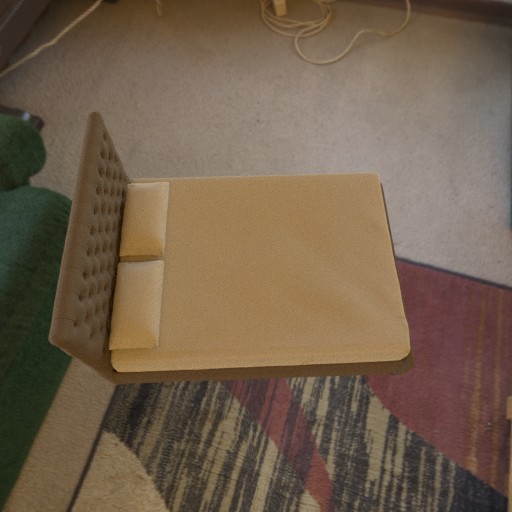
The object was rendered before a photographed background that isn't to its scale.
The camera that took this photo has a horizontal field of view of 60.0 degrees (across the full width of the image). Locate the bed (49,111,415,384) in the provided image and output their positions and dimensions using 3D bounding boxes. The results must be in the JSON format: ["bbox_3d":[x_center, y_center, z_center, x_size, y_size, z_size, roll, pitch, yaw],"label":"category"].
[{"bbox_3d":[0.000,0.000,3.444,2.387,1.427,1.698,-2,64,-1],"label":"bed"}]
